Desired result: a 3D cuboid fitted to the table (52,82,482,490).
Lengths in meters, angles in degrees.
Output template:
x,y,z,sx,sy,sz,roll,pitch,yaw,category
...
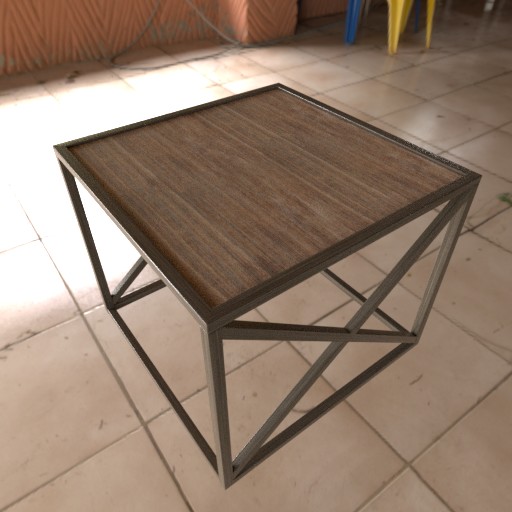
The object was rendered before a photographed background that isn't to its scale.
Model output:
x,y,z,sx,sy,sz,roll,pitch,yaw,category
0.000,0.000,1.046,0.611,0.507,0.609,-26,47,-27,table
